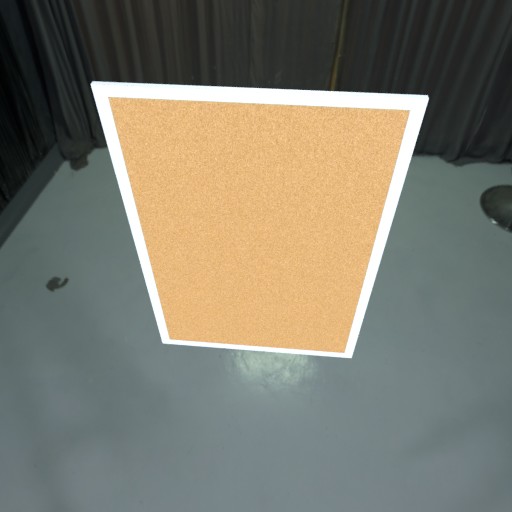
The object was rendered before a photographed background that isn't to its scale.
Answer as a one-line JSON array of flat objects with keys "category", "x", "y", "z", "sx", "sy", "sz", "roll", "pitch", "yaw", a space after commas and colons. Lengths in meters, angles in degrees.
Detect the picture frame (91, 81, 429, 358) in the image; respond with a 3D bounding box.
[{"category": "picture frame", "x": 0.000, "y": 0.000, "z": 1.204, "sx": 0.659, "sy": 0.940, "sz": 0.013, "roll": 4, "pitch": 46, "yaw": 4}]
